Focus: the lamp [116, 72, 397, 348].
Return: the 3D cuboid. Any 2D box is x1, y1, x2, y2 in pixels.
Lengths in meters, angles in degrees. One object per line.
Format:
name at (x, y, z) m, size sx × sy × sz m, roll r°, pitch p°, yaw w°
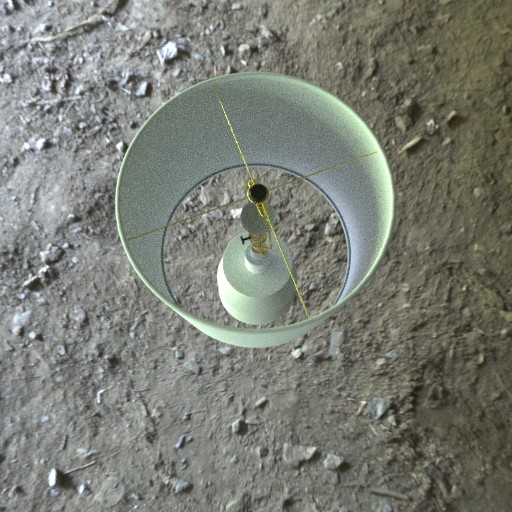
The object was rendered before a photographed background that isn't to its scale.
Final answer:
lamp at (0.000, 0.000, 0.732) m, size 0.301 × 0.533 × 0.301 m, roll -20°, pitch 76°, yaw -5°
